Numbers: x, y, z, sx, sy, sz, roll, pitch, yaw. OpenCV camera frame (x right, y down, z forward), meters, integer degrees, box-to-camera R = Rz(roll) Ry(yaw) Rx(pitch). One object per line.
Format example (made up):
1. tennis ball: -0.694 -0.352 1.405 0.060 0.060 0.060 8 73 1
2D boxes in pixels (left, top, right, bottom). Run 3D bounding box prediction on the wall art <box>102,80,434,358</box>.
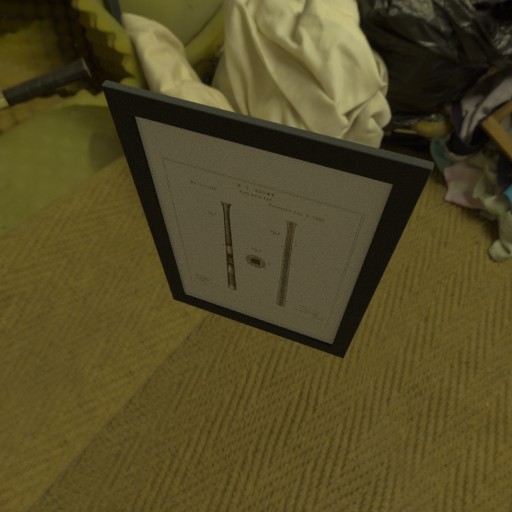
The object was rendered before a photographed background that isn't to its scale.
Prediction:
1. wall art: 0.000 0.000 0.694 0.374 0.529 0.012 17 59 11
